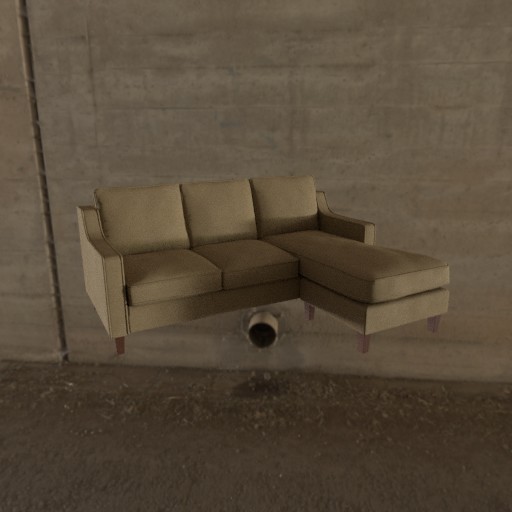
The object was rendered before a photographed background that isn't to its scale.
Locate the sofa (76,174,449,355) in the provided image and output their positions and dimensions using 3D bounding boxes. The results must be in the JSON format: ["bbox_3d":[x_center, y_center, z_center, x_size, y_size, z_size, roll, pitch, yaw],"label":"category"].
[{"bbox_3d":[0.000,0.000,3.436,2.317,1.066,1.858,-8,17,-27],"label":"sofa"}]
